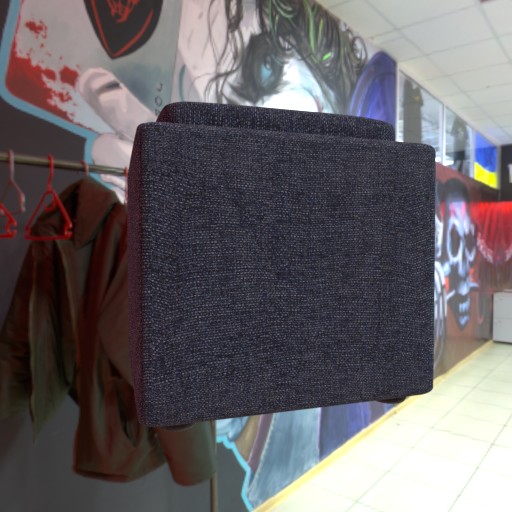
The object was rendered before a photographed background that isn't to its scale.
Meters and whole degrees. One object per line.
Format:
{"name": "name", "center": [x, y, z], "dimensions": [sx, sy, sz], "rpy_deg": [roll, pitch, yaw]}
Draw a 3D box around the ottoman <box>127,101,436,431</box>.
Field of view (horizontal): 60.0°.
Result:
{"name": "ottoman", "center": [0.000, 0.000, 0.825], "dimensions": [0.450, 0.460, 0.450], "rpy_deg": [0, 2, -18]}
